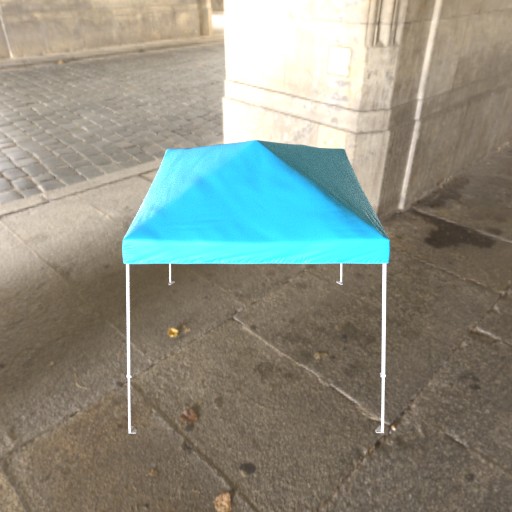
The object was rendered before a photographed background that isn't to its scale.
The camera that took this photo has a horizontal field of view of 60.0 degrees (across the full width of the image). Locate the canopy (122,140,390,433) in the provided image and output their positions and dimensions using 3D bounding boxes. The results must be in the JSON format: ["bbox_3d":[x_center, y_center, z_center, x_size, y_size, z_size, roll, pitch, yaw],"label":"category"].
[{"bbox_3d":[0.000,0.000,5.351,2.848,2.849,2.849,0,33,0],"label":"canopy"}]
